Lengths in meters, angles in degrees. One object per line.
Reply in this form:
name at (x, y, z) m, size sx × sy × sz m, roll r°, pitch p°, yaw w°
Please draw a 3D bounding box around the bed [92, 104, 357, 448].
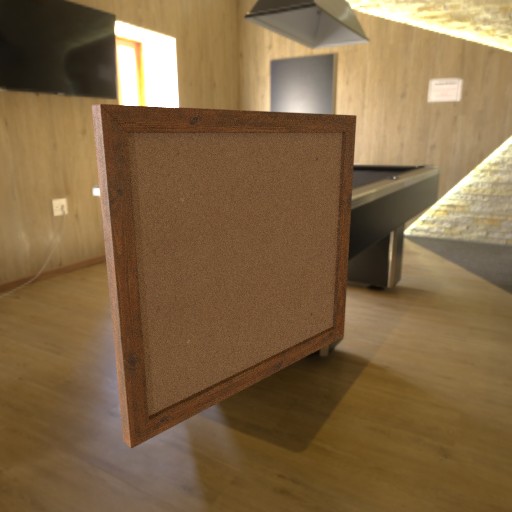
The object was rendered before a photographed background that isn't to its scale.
bed at (0.000, 0.000, 1.516) m, size 1.046 × 0.942 × 0.046 m, roll -15°, pitch 21°, yaw -42°
